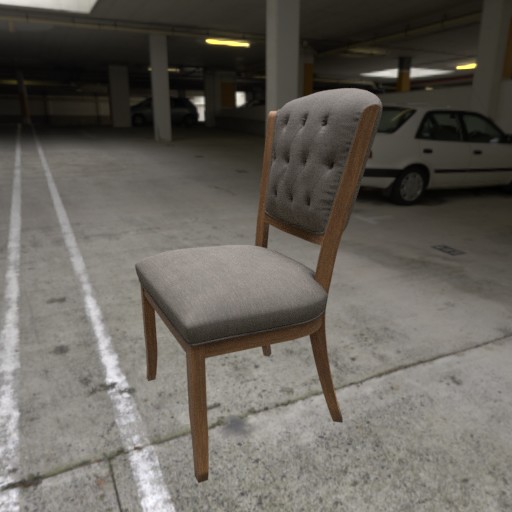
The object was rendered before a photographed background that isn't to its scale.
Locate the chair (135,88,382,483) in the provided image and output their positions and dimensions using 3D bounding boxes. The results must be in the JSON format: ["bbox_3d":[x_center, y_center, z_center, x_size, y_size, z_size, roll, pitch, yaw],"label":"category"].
[{"bbox_3d":[0.000,0.000,1.256,0.584,0.905,0.513,-8,18,-26],"label":"chair"}]
